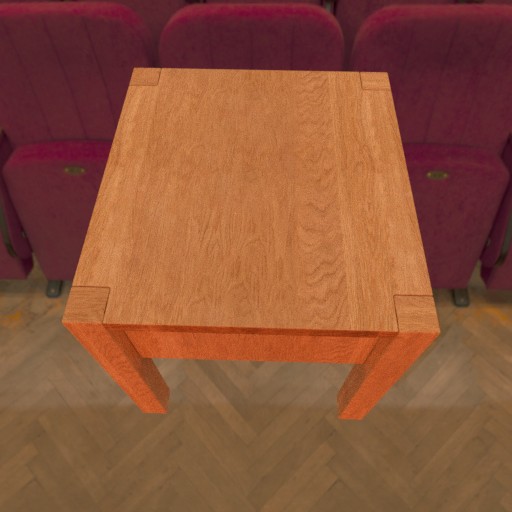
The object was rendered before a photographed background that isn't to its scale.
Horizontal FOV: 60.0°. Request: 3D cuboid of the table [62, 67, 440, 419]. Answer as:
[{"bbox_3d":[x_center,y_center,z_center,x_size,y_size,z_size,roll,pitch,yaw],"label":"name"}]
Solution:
[{"bbox_3d":[0.000,0.000,0.829,0.440,0.450,0.480,1,58,1],"label":"table"}]
